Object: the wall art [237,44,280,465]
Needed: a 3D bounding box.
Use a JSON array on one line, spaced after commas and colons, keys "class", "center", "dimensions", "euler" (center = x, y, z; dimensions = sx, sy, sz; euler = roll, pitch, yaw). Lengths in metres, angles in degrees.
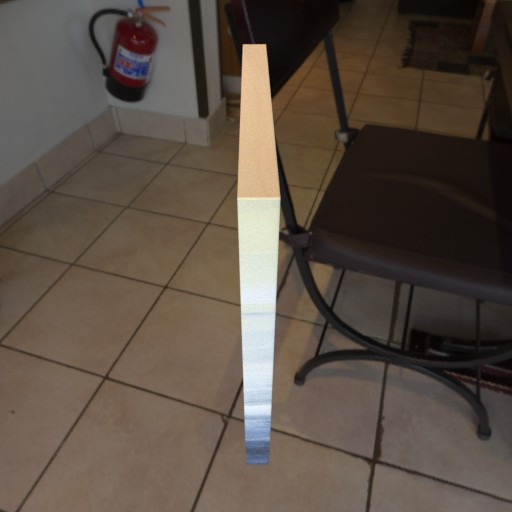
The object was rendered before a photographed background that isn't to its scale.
[{"class": "wall art", "center": [0.000, 0.000, 0.707], "dimensions": [0.037, 0.511, 0.435], "euler": [0, 41, 0]}]
